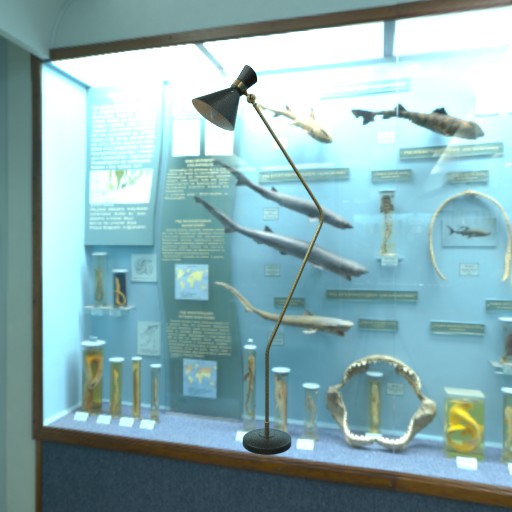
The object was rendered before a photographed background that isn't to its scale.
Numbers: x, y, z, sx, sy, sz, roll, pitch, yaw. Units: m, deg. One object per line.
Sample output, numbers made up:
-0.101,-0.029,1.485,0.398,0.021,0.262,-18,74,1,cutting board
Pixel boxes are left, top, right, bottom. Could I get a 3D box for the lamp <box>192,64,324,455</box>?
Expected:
0.000,0.000,1.656,0.467,1.438,0.277,0,0,18,lamp
